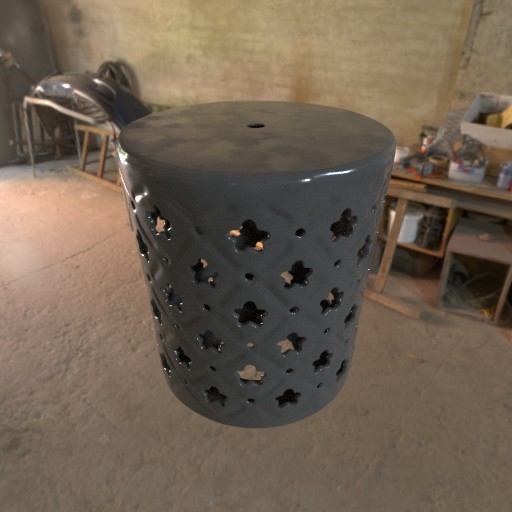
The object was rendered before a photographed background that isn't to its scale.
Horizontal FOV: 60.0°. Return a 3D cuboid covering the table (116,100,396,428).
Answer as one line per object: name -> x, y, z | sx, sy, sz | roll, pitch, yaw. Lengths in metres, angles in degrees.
table -> 0.000, 0.000, 0.663 | 0.352, 0.387, 0.352 | 0, 31, 0
